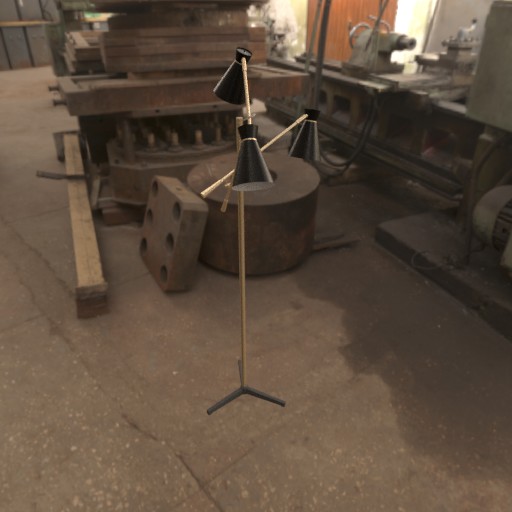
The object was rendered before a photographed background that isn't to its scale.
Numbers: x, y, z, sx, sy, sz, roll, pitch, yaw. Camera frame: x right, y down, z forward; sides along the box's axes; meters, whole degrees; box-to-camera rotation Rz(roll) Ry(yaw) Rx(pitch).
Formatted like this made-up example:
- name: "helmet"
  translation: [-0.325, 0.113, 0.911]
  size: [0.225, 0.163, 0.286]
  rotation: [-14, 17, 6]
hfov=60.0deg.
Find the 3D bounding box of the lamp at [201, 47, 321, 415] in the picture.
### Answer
- name: "lamp"
  translation: [0.000, 0.000, 2.160]
  size: [0.653, 1.804, 0.750]
  rotation: [-21, 36, -32]
